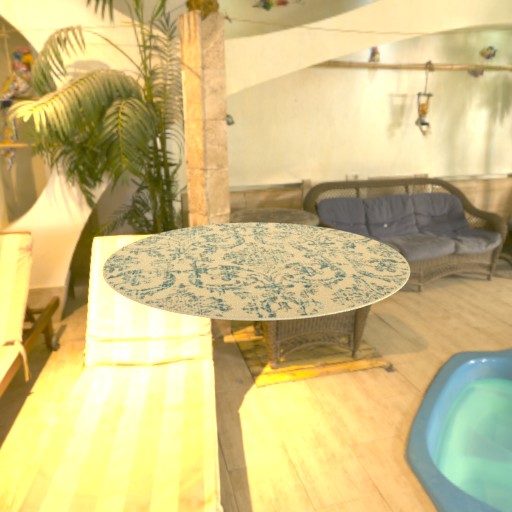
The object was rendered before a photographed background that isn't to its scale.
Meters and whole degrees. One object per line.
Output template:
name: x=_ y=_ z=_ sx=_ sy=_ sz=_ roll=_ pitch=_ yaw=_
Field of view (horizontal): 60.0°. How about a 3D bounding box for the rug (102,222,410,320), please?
rug: x=0.000 y=0.000 z=2.413 sx=1.593 sy=0.012 sz=1.593 roll=0 pitch=17 yaw=0
